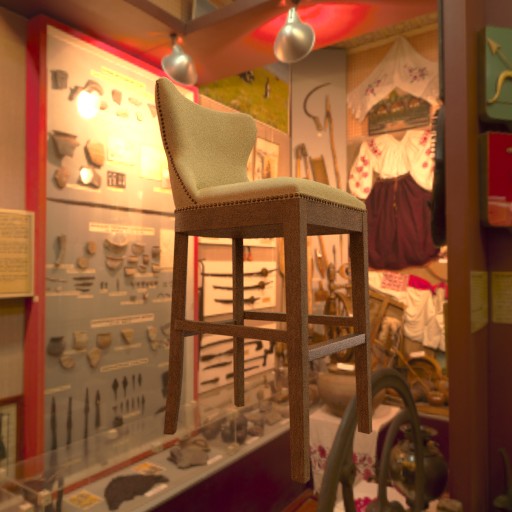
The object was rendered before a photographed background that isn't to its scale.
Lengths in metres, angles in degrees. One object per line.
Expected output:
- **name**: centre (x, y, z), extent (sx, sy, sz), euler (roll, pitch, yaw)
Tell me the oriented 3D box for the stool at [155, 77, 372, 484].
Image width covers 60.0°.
- **stool**: centre (0.000, 0.000, 1.431), extent (0.606, 1.123, 0.494), euler (-1, -2, 37)
